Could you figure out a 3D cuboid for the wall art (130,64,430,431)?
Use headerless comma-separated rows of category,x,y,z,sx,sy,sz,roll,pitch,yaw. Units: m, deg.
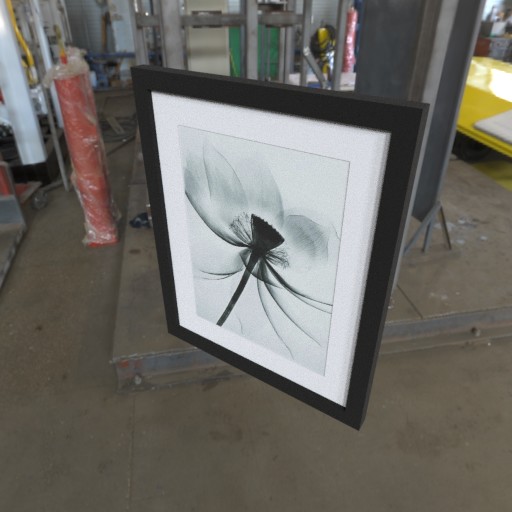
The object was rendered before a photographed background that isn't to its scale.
wall art,0.000,0.000,0.751,0.457,0.559,0.029,20,38,28
